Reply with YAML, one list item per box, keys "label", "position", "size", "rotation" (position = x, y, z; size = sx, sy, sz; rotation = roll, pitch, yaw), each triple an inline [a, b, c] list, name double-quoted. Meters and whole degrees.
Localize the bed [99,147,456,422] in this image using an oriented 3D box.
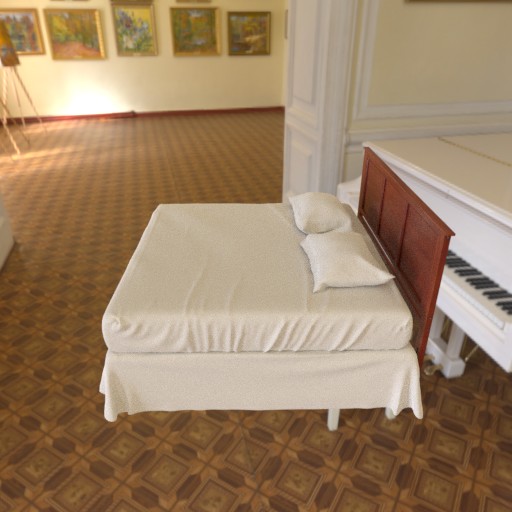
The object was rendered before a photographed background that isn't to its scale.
- label: "bed"
  position: [0.000, 0.000, 3.609]
  size: [2.219, 1.271, 2.314]
  rotation: [0, 27, -1]
